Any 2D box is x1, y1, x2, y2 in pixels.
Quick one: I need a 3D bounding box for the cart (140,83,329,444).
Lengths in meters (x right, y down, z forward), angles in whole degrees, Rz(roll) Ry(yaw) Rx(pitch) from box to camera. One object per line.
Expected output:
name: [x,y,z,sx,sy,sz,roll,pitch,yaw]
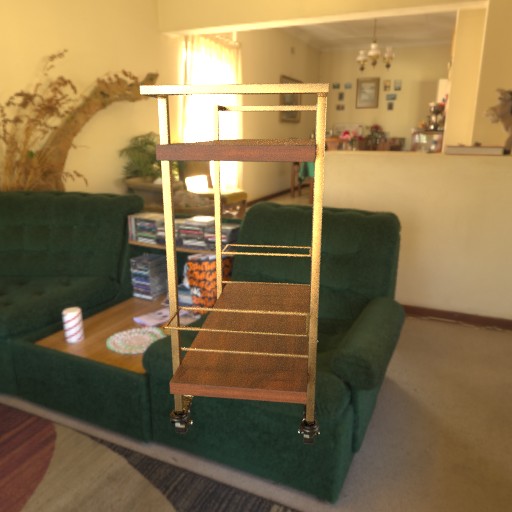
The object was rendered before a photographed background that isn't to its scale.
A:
cart: [0.000,0.000,1.200,0.364,0.807,0.695,2,16,7]
